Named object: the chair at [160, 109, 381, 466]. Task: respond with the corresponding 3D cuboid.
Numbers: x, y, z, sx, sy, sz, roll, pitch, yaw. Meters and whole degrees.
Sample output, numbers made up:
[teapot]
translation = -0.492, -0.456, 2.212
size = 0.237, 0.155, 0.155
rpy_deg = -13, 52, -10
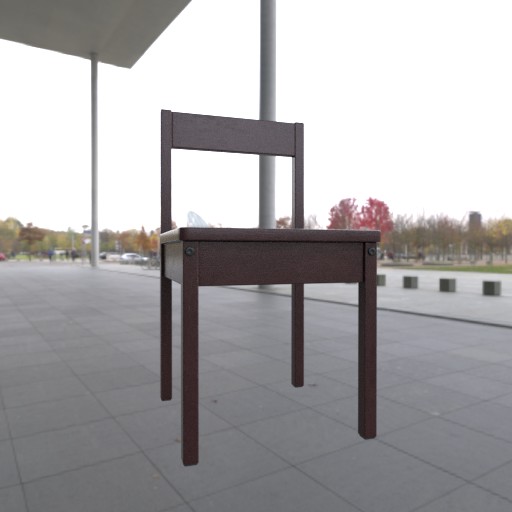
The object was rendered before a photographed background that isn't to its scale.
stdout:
[chair]
translation = 0.000, 0.000, 0.917
size = 0.367, 0.668, 0.361
rpy_deg = 0, 1, -18
